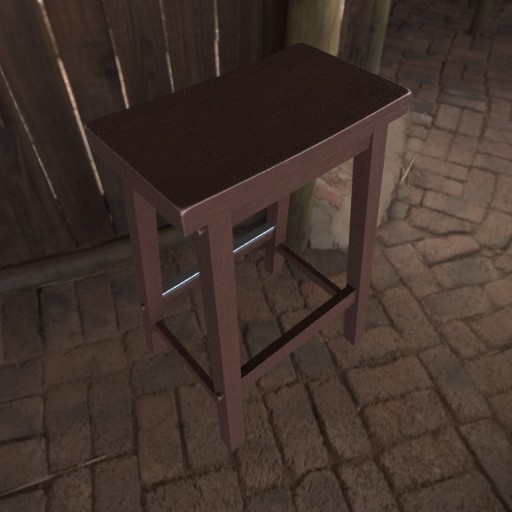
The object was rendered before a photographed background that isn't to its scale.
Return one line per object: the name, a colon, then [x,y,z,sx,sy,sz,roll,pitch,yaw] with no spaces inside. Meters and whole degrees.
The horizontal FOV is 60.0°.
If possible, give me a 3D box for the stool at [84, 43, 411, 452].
stool: [0.000,0.000,0.834,0.406,0.610,0.322,-32,55,-26]
